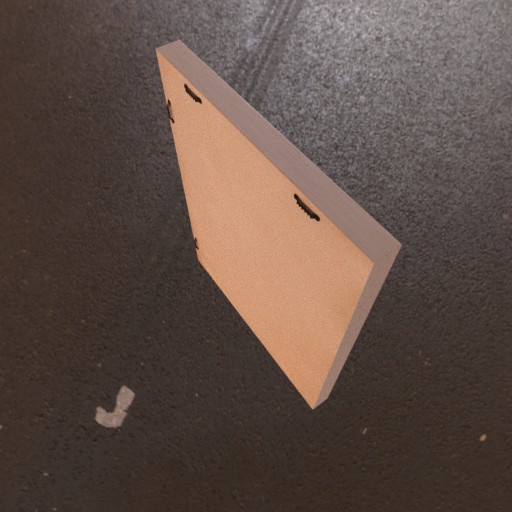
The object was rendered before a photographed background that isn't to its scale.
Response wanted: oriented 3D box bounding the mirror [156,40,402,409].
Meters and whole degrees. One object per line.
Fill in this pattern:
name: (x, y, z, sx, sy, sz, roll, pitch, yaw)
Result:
mirror: (0.000, 0.000, 0.703, 0.041, 0.508, 0.405, -31, 62, -19)
